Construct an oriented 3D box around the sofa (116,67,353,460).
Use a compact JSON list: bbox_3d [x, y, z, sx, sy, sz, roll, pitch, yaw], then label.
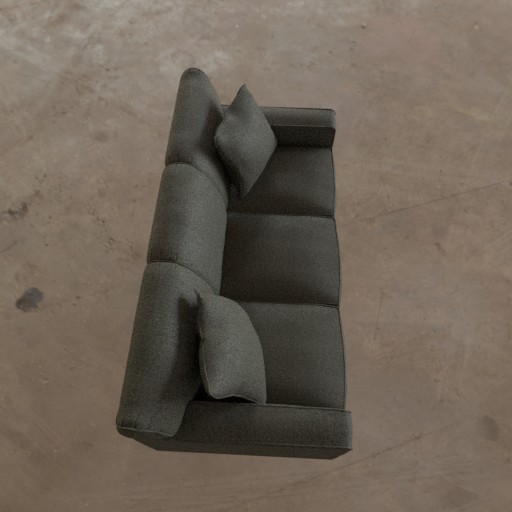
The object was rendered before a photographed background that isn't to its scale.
[{"bbox_3d":[0.000,0.000,2.502,0.997,0.958,2.024,2,61,1],"label":"sofa"}]
